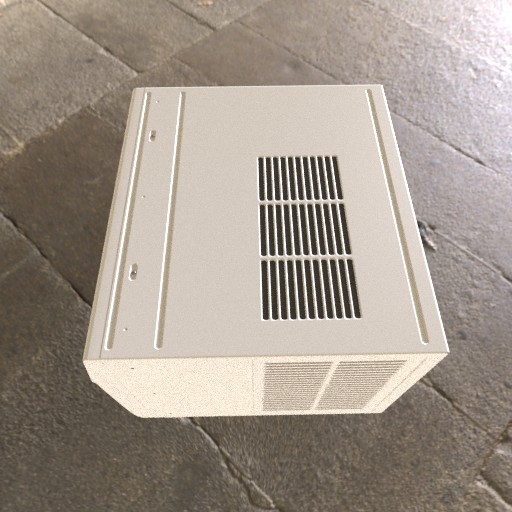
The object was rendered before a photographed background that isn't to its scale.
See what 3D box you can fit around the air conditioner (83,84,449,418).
[{"bbox_3d":[0.000,0.000,1.050,0.599,0.455,0.645,-1,59,-1],"label":"air conditioner"}]
